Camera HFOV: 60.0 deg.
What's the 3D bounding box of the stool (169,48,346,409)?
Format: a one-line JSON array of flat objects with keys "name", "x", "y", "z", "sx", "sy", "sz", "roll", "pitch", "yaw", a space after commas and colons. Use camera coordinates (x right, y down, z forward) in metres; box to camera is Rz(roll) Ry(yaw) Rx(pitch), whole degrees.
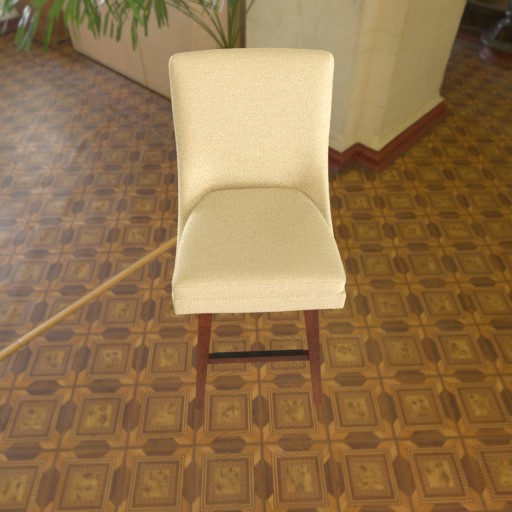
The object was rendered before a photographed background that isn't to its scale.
[{"name": "stool", "x": 0.000, "y": 0.000, "z": 1.427, "sx": 0.470, "sy": 1.097, "sz": 0.559, "roll": -2, "pitch": 47, "yaw": -2}]
